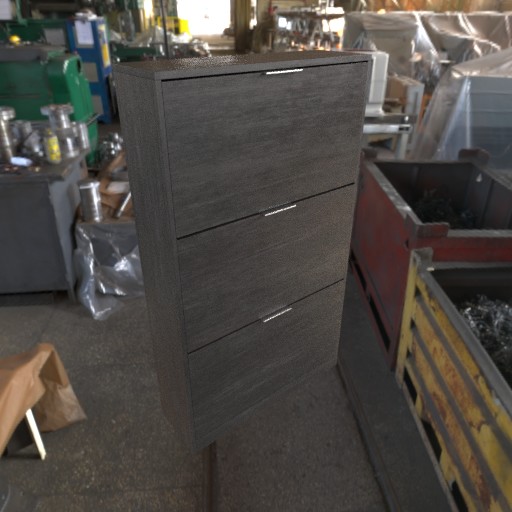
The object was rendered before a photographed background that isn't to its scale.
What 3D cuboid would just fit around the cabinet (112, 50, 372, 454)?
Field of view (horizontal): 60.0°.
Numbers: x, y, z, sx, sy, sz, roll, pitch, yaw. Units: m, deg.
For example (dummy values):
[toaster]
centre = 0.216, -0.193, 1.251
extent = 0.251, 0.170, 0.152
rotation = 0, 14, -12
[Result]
[cabinet]
centre = 0.000, 0.000, 1.567
extent = 0.750, 1.280, 0.250
rotation = -21, 35, -33
